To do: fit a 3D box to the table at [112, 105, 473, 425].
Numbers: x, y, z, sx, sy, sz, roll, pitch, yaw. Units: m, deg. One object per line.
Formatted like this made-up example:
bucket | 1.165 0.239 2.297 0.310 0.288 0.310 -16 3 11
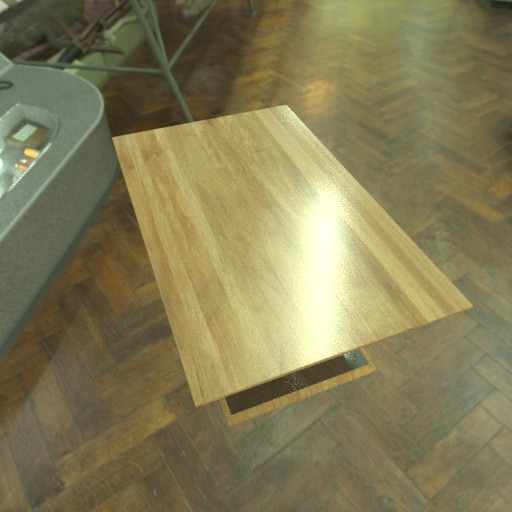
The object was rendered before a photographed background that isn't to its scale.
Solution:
table | 0.000 0.000 1.491 0.692 0.441 1.100 -16 47 -15
